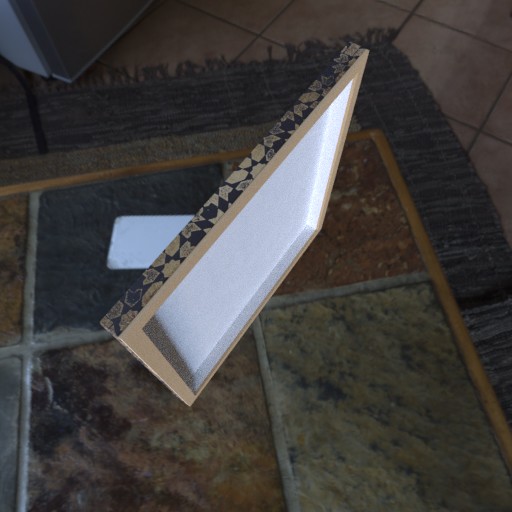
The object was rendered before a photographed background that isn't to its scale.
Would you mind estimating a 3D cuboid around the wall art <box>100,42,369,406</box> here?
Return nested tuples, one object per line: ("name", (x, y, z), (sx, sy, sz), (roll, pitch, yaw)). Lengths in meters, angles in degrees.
("wall art", (0.000, 0.000, 0.919), (0.038, 0.612, 0.612), (32, 68, 15))
